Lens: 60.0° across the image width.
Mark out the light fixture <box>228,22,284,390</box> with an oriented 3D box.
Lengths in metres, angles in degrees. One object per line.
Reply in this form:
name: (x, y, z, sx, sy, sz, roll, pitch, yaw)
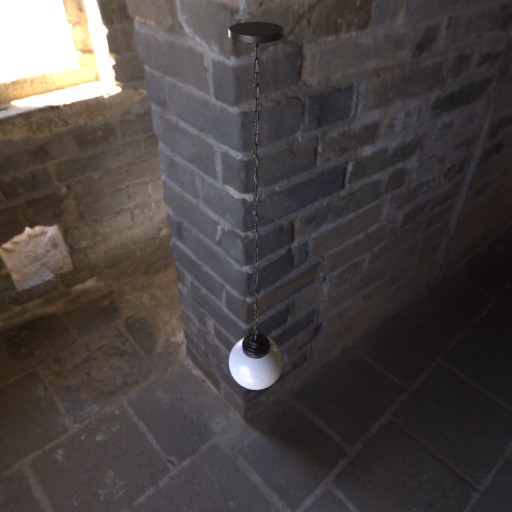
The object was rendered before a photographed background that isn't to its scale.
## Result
light fixture: (0.000, 0.000, 1.989, 0.304, 1.867, 0.305, 0, 40, 1)
